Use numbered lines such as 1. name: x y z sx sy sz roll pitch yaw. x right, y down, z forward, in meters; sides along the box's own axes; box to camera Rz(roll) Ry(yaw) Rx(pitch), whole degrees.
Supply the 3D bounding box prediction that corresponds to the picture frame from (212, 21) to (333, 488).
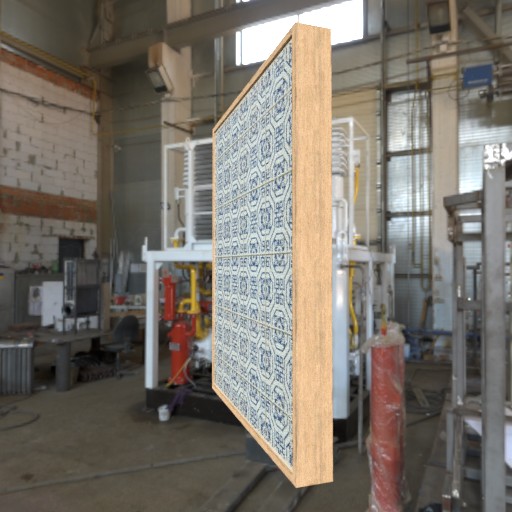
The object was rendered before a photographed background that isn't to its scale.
1. picture frame: 0.000 0.000 0.706 0.046 0.526 0.421 0 -1 -18
